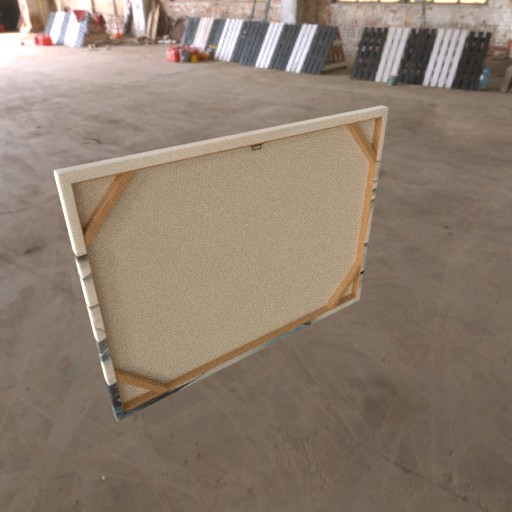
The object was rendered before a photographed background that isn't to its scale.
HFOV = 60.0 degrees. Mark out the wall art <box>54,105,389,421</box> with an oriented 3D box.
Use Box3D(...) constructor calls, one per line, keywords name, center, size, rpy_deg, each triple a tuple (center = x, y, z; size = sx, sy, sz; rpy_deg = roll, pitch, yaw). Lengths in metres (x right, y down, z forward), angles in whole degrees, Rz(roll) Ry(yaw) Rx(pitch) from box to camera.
Box3D(name="wall art", center=(0.000, 0.000, 1.634), size=(1.219, 0.915, 0.039), rpy_deg=(-20, 37, -30))
